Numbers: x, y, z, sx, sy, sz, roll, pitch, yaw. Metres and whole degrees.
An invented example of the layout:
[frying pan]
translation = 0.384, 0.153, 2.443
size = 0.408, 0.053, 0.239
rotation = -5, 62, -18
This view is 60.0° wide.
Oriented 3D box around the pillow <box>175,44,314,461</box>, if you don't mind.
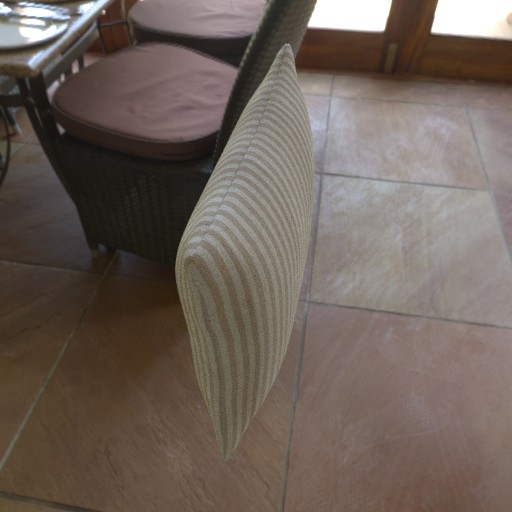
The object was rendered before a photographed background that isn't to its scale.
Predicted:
[pillow]
translation = 0.000, 0.000, 0.762
size = 0.166, 0.510, 0.523
rotation = 10, 48, 9
